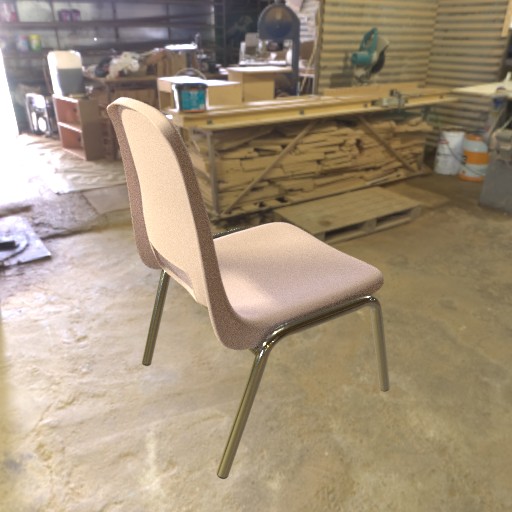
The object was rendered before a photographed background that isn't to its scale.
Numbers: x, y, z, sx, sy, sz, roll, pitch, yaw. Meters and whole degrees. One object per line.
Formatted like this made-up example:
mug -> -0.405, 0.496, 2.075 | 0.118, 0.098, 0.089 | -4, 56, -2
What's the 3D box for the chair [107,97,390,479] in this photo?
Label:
chair -> 0.000, 0.000, 0.761 | 0.385, 0.537, 0.354 | -17, 31, -30
